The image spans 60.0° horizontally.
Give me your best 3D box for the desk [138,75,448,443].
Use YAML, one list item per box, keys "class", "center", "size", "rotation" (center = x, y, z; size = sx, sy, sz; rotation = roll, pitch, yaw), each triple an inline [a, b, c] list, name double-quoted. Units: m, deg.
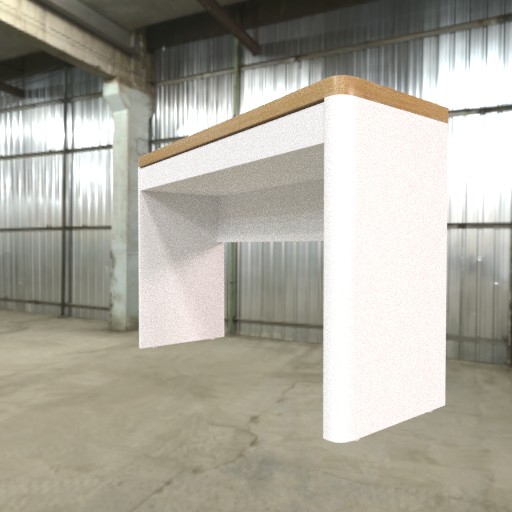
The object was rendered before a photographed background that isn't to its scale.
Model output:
- class: "desk"
  center: [0.000, 0.000, 1.449]
  size: [0.390, 0.760, 1.100]
  rotation: [-1, 2, -36]
